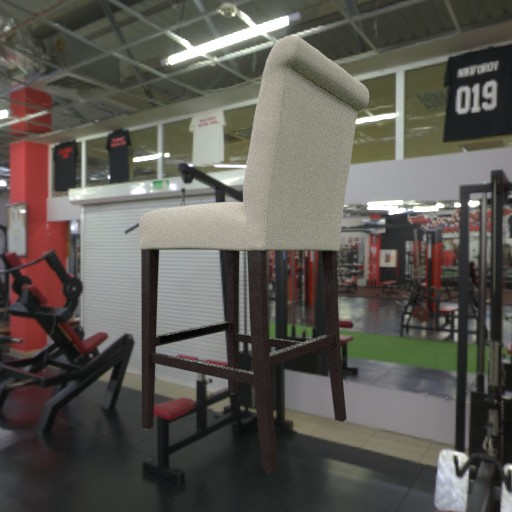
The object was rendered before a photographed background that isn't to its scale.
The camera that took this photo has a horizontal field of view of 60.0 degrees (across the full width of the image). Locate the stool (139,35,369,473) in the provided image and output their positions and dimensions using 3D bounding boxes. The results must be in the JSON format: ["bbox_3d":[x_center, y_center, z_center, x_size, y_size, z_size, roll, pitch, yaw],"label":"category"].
[{"bbox_3d":[0.000,0.000,1.442,0.610,1.118,0.482,0,1,36],"label":"stool"}]
